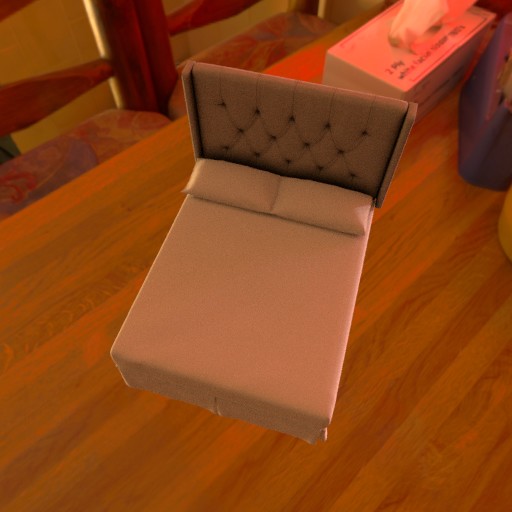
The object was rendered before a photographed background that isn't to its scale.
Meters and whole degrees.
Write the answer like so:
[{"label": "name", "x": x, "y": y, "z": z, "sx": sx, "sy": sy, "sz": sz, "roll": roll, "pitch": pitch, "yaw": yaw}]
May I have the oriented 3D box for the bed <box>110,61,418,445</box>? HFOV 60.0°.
[{"label": "bed", "x": 0.000, "y": 0.000, "z": 3.355, "sx": 1.719, "sy": 1.665, "sz": 2.066, "roll": 14, "pitch": 59, "yaw": 9}]
